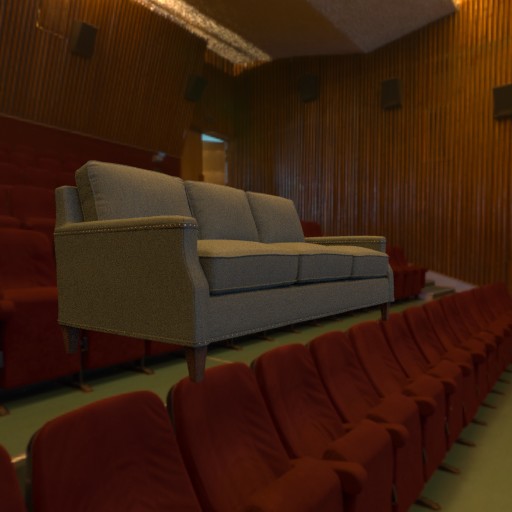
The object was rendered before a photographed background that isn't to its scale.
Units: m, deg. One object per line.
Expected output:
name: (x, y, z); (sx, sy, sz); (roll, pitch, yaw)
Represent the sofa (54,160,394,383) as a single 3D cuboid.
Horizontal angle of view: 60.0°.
sofa: (0.000, 0.000, 2.887); (1.084, 1.003, 2.246); (0, 0, 36)
